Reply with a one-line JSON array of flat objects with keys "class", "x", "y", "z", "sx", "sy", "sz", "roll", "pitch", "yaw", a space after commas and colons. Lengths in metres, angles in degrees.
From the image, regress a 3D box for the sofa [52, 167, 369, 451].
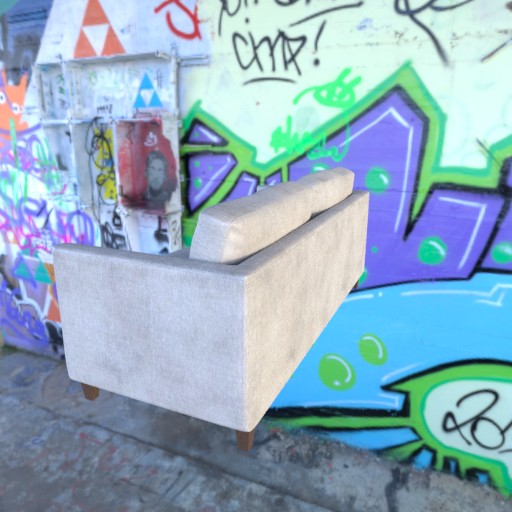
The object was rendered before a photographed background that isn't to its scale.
[{"class": "sofa", "x": 0.000, "y": 0.000, "z": 2.696, "sx": 0.951, "sy": 0.965, "sz": 2.208, "roll": 7, "pitch": 18, "yaw": 23}]
